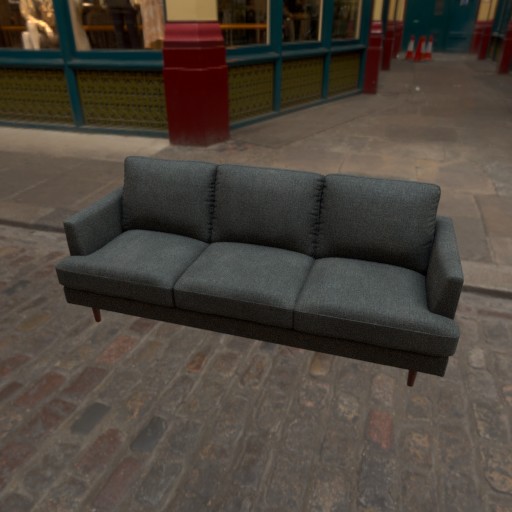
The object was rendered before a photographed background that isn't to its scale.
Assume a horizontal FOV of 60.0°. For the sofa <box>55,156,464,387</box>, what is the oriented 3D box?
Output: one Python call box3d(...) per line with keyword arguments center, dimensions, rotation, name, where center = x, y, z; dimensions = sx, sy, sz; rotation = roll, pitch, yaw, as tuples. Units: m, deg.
box3d(center=(0.000, 0.000, 2.683), dimensions=(2.246, 0.930, 0.903), rotation=(8, 30, 15), name="sofa")
